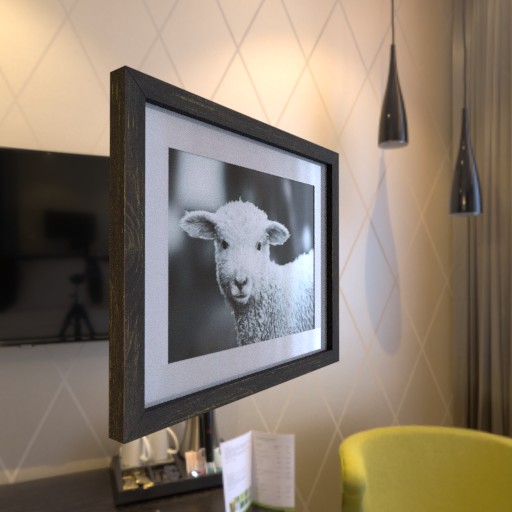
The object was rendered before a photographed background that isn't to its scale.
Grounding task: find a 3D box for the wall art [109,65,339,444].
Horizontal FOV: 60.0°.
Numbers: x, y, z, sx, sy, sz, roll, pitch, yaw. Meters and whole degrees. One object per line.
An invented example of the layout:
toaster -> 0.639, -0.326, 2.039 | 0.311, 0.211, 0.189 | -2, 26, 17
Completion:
wall art -> 0.000, 0.000, 0.765 | 0.032, 0.457, 0.558 | 0, -1, 38
